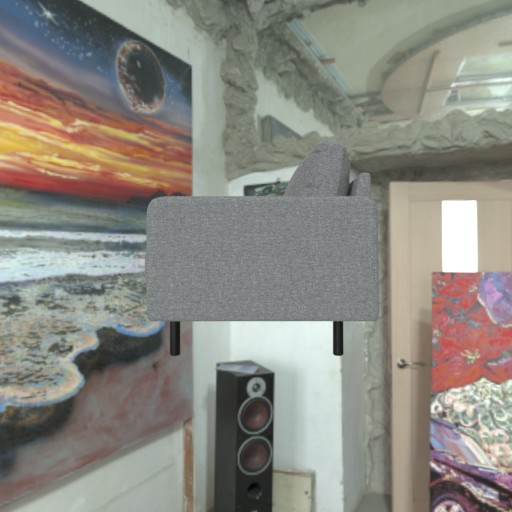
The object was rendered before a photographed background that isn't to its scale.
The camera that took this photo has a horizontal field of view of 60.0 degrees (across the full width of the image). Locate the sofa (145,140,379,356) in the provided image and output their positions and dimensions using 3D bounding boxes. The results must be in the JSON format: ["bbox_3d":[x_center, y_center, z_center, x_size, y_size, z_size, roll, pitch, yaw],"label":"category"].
[{"bbox_3d":[0.000,0.000,2.685,0.880,0.880,2.200,0,-1,0],"label":"sofa"}]
